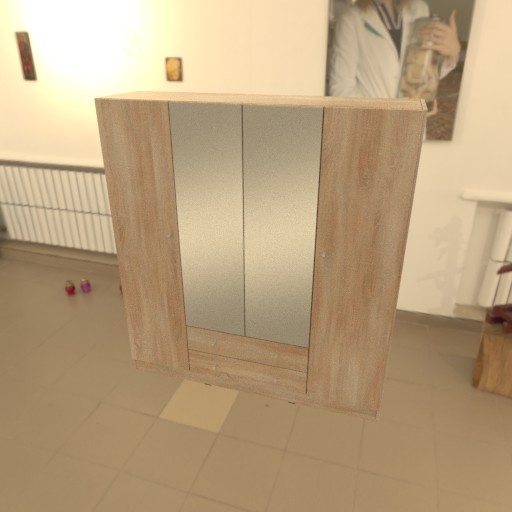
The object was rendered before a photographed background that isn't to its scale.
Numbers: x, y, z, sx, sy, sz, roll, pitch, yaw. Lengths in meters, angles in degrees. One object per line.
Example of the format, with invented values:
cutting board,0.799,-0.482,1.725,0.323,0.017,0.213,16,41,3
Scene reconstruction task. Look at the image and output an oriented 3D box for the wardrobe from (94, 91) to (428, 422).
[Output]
wardrobe,0.000,0.000,3.215,1.998,2.159,0.598,7,26,16
